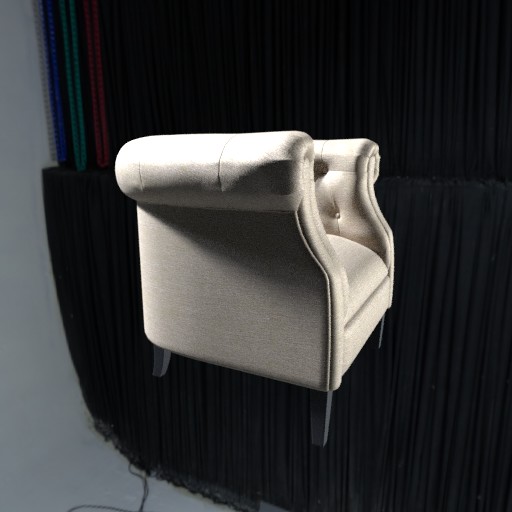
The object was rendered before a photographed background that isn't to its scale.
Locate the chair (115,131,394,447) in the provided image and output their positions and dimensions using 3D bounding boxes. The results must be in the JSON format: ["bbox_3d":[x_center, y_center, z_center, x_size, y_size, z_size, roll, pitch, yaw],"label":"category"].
[{"bbox_3d":[0.000,0.000,1.584,0.852,0.827,0.905,7,15,26],"label":"chair"}]
